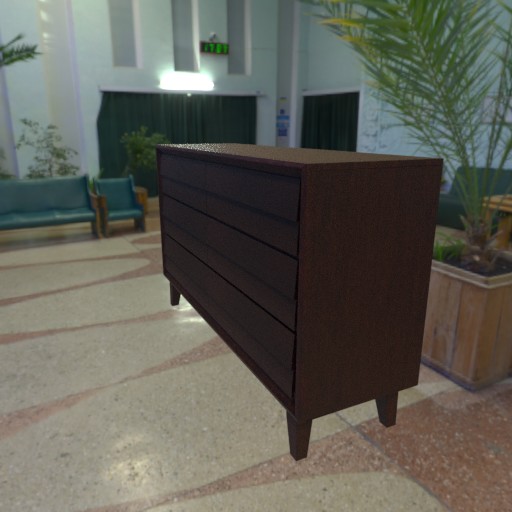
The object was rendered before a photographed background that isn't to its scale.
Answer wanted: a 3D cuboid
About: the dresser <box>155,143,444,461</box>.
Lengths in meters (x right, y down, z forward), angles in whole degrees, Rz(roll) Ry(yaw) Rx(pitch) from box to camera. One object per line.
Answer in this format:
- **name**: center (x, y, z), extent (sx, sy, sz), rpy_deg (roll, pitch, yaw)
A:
- **dresser**: center (0.000, 0.000, 2.073), extent (0.499, 0.971, 1.609), rpy_deg (-8, 18, -25)
